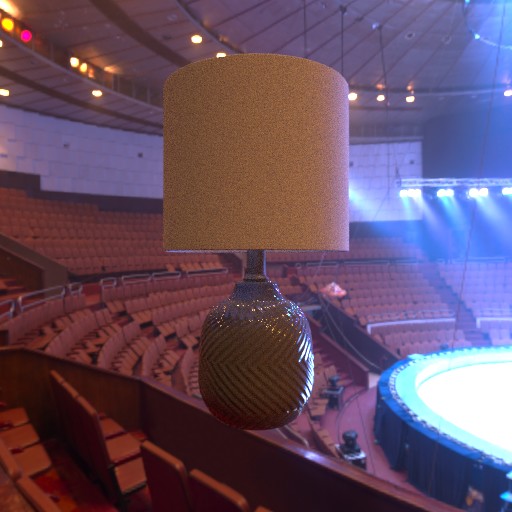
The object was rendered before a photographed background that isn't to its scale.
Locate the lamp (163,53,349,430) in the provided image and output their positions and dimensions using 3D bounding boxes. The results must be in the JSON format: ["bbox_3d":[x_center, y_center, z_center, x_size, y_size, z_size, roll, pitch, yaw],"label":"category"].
[{"bbox_3d":[0.000,0.000,0.503,0.207,0.366,0.207,0,0,37],"label":"lamp"}]
